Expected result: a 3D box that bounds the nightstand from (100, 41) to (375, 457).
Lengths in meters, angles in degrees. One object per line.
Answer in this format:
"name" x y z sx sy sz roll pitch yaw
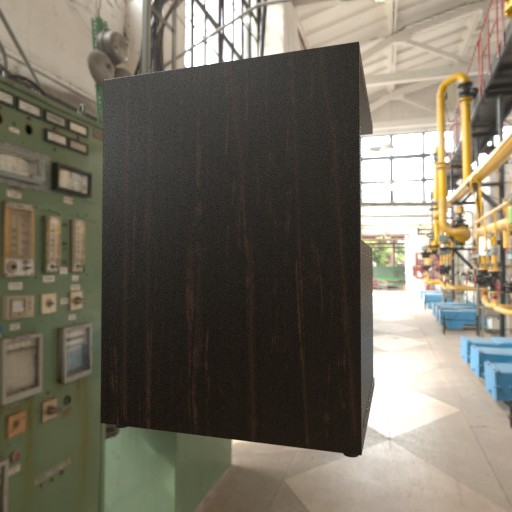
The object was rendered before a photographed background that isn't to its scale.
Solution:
"nightstand" 0.000 0.000 0.811 0.400 0.559 0.356 0 -2 18
